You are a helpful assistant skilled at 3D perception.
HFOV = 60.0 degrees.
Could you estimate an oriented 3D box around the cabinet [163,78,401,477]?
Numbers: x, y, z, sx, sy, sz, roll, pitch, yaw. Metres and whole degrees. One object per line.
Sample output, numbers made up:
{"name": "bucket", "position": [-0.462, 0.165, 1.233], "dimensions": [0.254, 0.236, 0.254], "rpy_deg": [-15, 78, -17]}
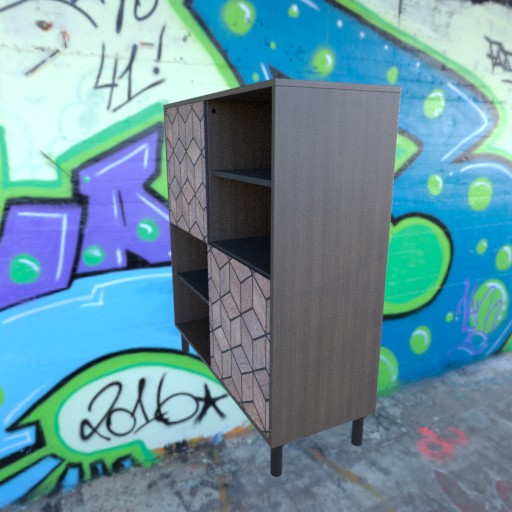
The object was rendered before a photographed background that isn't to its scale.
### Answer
{"name": "cabinet", "position": [0.000, 0.000, 1.734], "dimensions": [0.400, 1.170, 1.010], "rpy_deg": [-7, 17, -26]}
